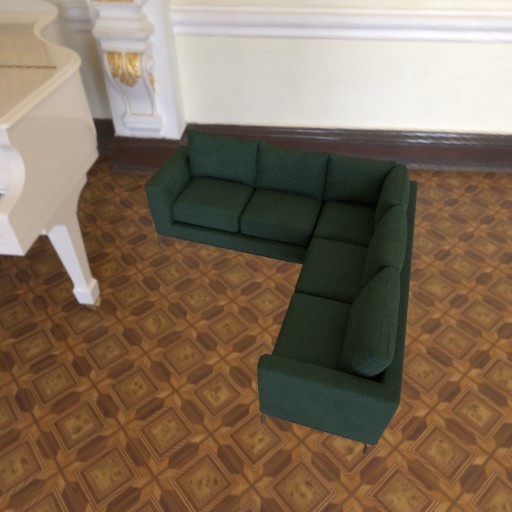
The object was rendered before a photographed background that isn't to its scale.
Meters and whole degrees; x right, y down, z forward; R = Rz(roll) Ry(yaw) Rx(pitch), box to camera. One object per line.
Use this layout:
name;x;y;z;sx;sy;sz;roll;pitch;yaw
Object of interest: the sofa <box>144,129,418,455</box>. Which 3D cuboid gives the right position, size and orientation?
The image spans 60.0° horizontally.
sofa;0.000;0.000;3.788;2.468;1.004;2.452;12;43;13
